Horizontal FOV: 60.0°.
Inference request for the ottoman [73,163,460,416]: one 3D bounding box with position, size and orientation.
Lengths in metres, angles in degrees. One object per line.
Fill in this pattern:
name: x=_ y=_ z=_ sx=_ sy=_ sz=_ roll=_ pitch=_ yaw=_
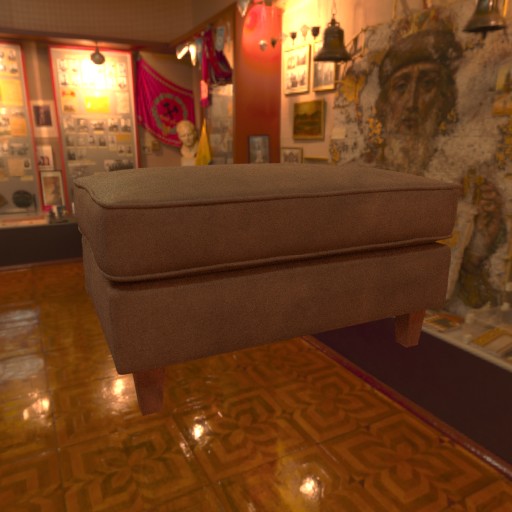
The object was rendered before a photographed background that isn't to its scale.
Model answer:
ottoman: x=0.000 y=0.000 z=1.193 sx=0.860 sy=0.481 sz=0.596 roll=-7 pitch=16 yaw=-25
